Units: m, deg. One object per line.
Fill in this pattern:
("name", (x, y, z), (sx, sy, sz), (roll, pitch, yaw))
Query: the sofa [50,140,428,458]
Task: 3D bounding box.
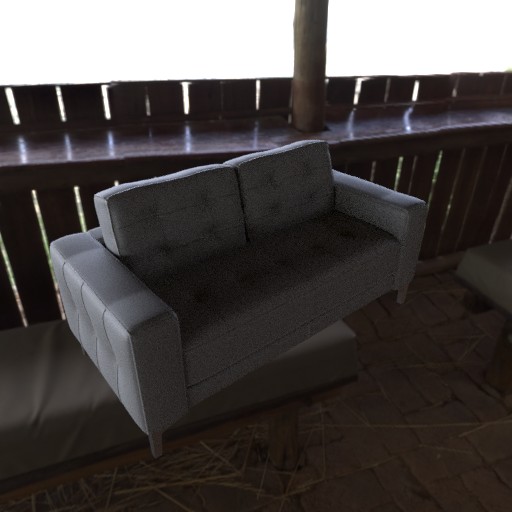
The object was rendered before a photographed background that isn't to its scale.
("sofa", (0.000, 0.000, 2.223), (1.726, 0.892, 0.833), (-22, 37, -33))
